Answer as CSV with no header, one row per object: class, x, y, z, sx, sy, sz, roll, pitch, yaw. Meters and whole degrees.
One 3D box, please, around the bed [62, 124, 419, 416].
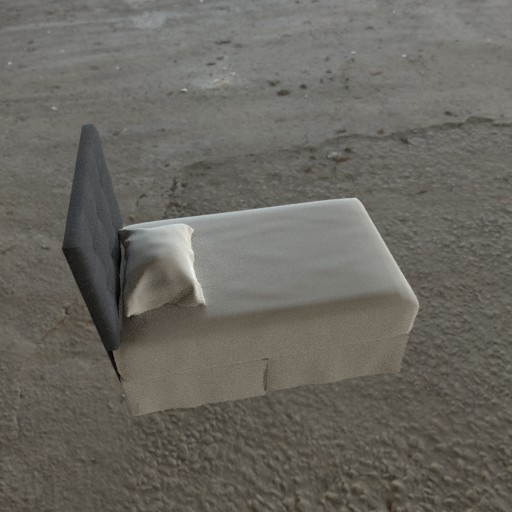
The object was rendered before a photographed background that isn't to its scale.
bed,0.000,0.000,3.020,1.997,1.571,1.261,-8,46,-8
